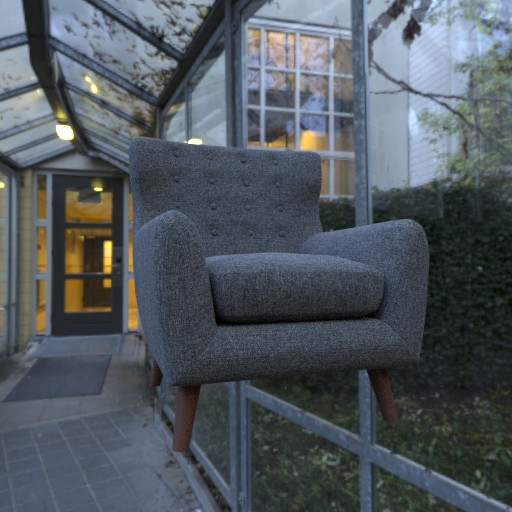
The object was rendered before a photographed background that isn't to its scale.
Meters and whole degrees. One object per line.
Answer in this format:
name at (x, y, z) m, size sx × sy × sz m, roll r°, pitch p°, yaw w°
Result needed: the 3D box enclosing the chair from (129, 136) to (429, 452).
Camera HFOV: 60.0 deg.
chair at (0.000, 0.000, 1.667) m, size 0.889 × 1.039 × 0.940 m, roll 0°, pitch -1°, yaw -19°
